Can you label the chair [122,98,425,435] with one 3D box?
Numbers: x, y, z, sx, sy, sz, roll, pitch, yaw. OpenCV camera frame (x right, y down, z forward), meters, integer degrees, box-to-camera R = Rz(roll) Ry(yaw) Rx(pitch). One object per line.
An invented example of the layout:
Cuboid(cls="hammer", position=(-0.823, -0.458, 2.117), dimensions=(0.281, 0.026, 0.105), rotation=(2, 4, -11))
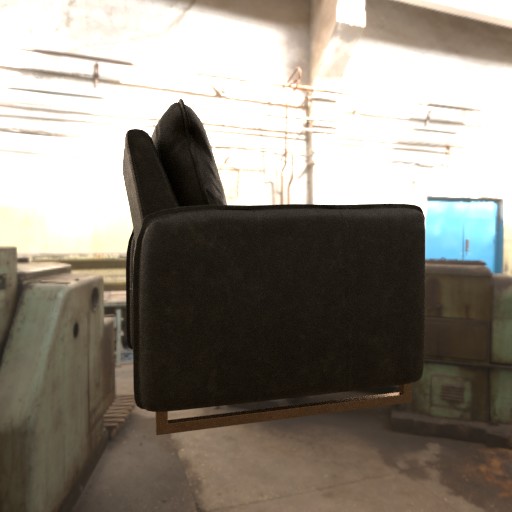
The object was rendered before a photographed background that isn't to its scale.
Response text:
Cuboid(cls="chair", position=(0.000, 0.000, 1.611), dimensions=(0.921, 0.921, 0.830), rotation=(-1, 2, -18))
